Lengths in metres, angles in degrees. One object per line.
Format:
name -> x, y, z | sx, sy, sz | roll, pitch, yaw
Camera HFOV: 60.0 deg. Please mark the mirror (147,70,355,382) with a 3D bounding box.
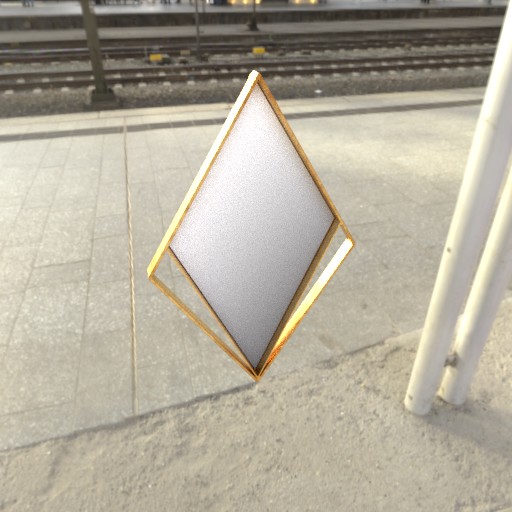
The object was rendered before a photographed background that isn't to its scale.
mirror -> 0.000, 0.000, 0.872 | 0.419, 0.679, 0.032 | -9, 33, -15
